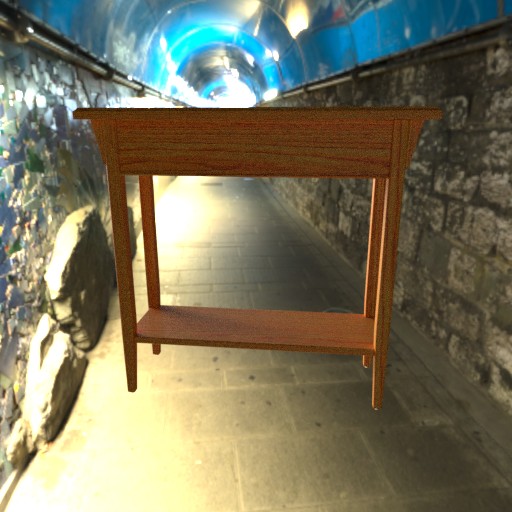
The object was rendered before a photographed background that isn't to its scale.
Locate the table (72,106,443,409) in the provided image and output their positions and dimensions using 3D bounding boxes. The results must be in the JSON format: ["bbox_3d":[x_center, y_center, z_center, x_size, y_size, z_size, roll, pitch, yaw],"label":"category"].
[{"bbox_3d":[0.000,0.000,1.127,0.762,0.711,0.254,2,17,6],"label":"table"}]
